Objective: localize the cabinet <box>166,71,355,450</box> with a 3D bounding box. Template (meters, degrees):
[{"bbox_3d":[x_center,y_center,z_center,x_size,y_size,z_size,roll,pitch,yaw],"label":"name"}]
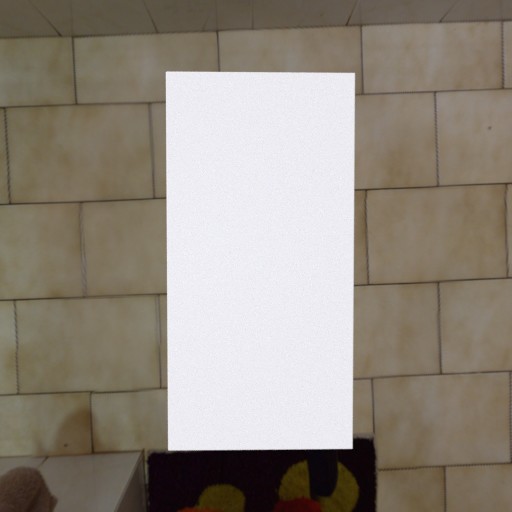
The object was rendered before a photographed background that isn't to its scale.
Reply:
[{"bbox_3d":[0.000,0.000,1.108,0.296,0.815,0.600,0,92,-1],"label":"cabinet"}]
